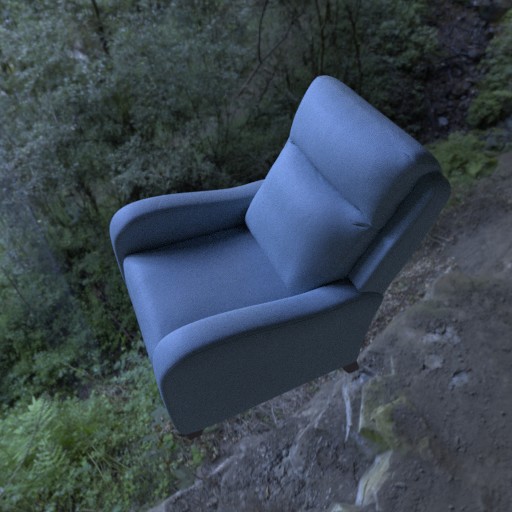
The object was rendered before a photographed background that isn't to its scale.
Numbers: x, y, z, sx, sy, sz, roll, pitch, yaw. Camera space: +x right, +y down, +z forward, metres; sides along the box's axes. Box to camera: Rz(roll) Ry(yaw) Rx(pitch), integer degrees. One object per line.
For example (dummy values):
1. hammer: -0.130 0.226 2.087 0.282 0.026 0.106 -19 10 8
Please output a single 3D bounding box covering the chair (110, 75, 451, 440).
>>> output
1. chair: 0.000 0.000 1.707 0.988 1.067 0.785 -18 50 -16
